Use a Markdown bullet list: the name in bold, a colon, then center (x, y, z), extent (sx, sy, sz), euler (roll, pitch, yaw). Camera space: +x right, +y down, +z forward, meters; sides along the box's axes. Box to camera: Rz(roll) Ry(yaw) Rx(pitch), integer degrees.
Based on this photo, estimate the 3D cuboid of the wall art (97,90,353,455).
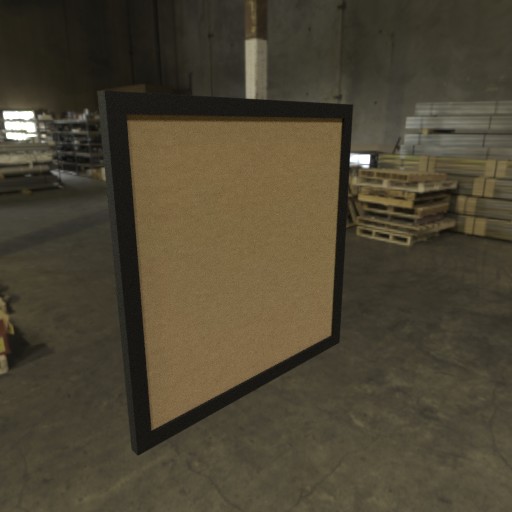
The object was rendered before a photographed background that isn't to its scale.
- **wall art**: center (0.000, 0.000, 0.533), extent (0.356, 0.356, 0.013), euler (-15, 22, -42)
